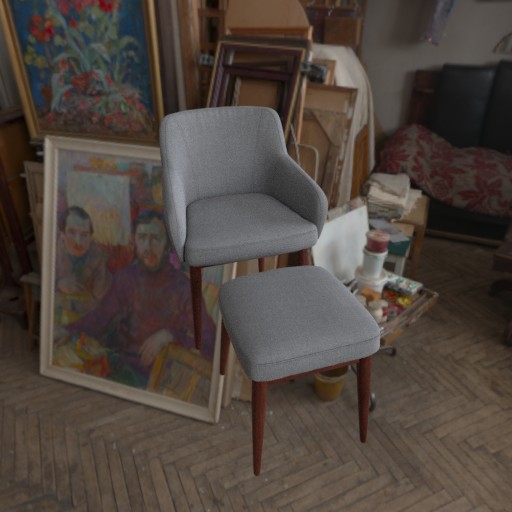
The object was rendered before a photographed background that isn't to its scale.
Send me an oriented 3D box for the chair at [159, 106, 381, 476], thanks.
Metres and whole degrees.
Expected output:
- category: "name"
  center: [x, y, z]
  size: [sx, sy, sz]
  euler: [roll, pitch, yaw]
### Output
- category: "chair"
  center: [0.000, 0.000, 1.574]
  size: [0.584, 0.799, 1.107]
  euler: [-10, 33, -15]
